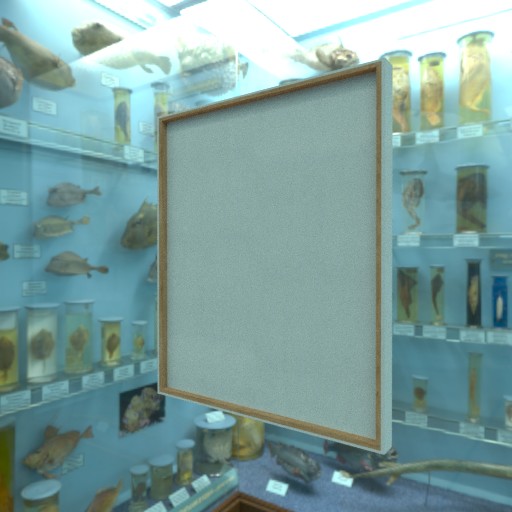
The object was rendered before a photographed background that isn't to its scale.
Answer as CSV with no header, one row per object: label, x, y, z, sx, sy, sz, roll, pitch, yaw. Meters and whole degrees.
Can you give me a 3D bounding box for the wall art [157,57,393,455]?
wall art,0.000,0.000,0.837,0.508,0.606,0.037,0,1,36
